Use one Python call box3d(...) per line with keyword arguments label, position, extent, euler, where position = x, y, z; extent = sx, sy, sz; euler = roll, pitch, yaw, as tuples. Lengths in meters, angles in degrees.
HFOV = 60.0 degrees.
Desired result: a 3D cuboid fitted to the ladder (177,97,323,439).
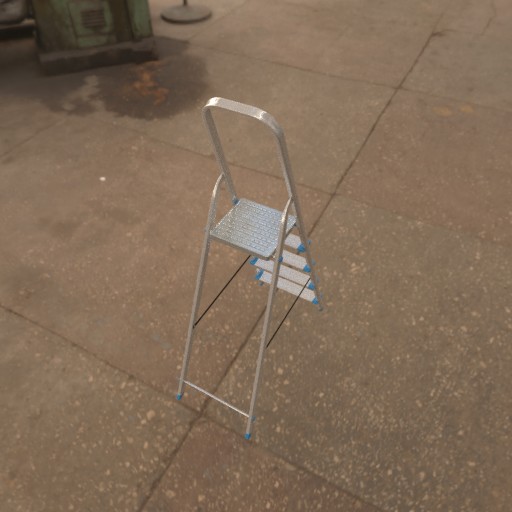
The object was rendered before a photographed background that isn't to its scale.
box3d(label="ladder", position=(0.000, 0.000, 2.101), extent=(0.468, 1.648, 0.990), euler=(22, 50, 20))
